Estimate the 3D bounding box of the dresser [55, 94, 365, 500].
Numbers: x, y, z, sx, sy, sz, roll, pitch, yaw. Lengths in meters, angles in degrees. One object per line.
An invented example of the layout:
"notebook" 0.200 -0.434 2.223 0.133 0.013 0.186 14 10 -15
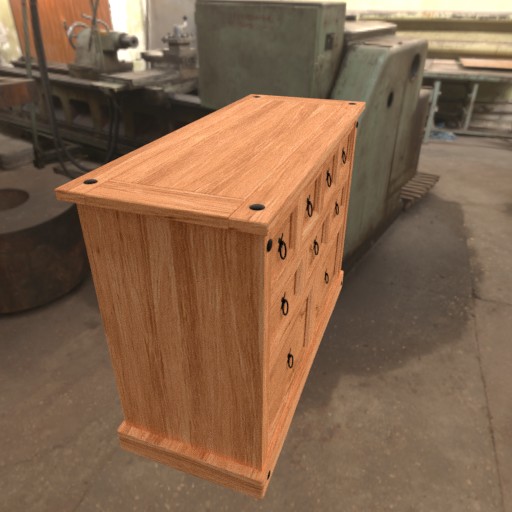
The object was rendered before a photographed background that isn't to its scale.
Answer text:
"dresser" 0.000 0.000 1.325 0.410 0.740 0.990 11 32 18
